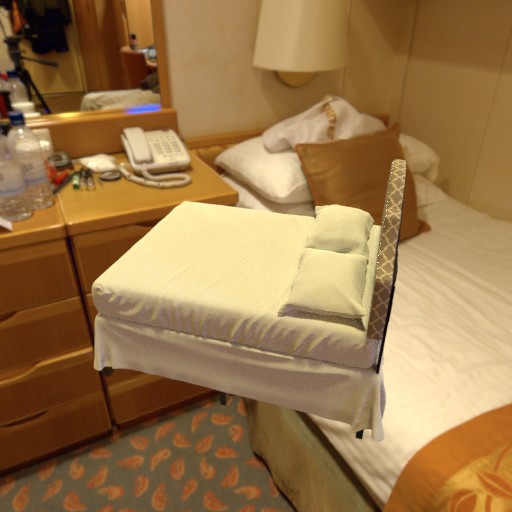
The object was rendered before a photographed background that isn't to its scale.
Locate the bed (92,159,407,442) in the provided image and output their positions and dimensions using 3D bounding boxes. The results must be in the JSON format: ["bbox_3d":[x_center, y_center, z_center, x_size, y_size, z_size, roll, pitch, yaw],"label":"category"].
[{"bbox_3d":[0.000,0.000,3.423,2.222,1.633,1.780,9,31,15],"label":"bed"}]
